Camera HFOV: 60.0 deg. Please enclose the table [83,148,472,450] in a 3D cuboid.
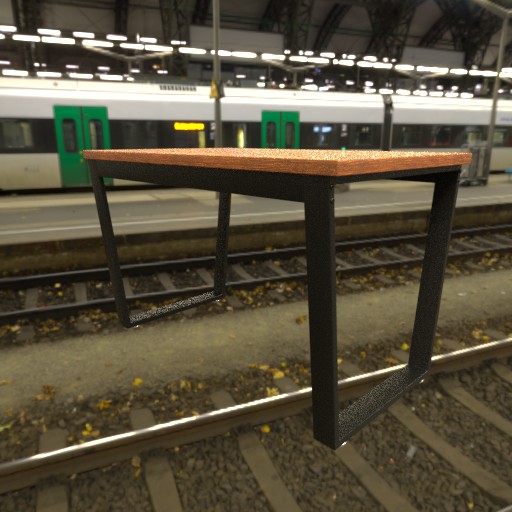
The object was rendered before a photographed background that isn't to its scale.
[{"bbox_3d":[0.000,0.000,1.656,0.714,0.760,1.205,-14,20,-43],"label":"table"}]
